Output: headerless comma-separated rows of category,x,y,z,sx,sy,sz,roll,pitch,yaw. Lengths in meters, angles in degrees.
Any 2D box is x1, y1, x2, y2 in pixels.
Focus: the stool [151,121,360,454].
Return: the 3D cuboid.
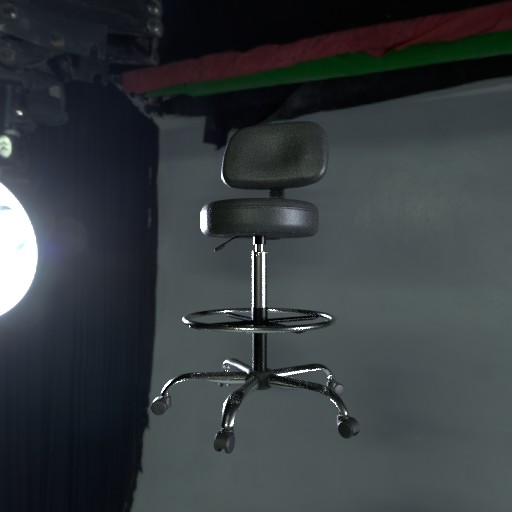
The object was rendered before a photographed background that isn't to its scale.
stool,0.000,0.000,1.496,0.694,1.069,0.658,0,-1,17
